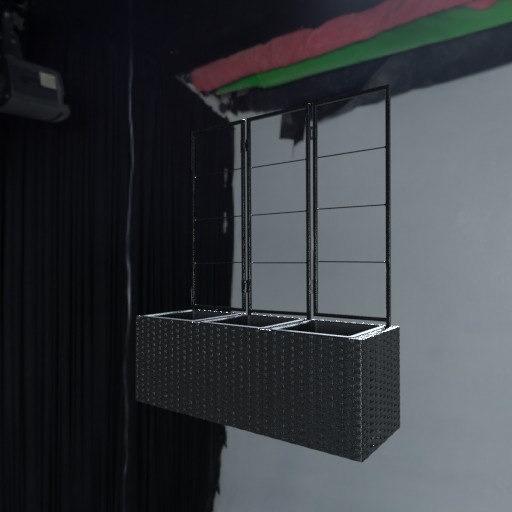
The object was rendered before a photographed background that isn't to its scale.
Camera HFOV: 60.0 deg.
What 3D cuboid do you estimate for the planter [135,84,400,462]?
[{"bbox_3d":[0.000,0.000,1.194,0.698,0.841,0.244,-1,-1,36],"label":"planter"}]
